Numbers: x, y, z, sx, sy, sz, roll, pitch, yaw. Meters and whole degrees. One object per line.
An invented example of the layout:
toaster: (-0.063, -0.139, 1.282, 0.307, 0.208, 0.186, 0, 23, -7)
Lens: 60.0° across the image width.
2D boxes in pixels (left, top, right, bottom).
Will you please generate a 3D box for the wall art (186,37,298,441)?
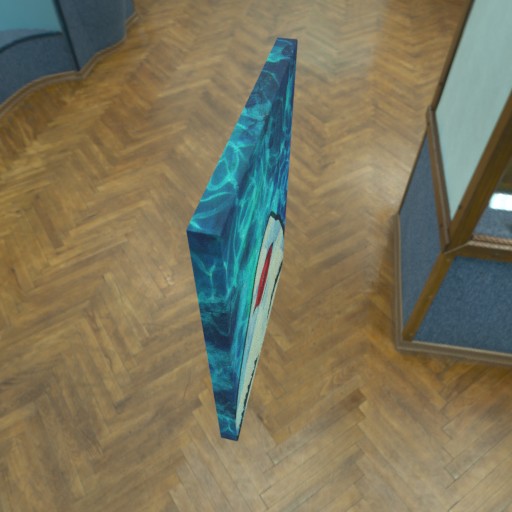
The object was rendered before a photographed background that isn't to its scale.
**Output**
wall art: (0.000, 0.000, 0.880, 0.038, 0.635, 0.508, 10, 49, 9)
